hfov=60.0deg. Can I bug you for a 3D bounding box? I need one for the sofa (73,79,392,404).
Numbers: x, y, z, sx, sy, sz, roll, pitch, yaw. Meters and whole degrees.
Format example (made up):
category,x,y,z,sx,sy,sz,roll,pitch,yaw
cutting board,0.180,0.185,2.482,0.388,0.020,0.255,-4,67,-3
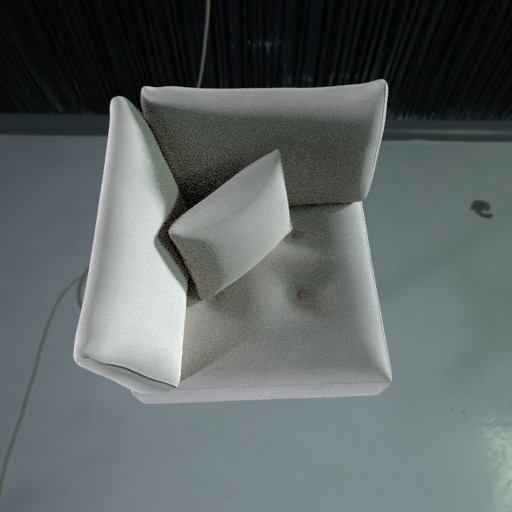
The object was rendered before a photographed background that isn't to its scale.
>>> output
category,x,y,z,sx,sy,sz,roll,pitch,yaw
sofa,0.000,0.000,1.703,1.000,0.820,1.000,-2,63,-1
